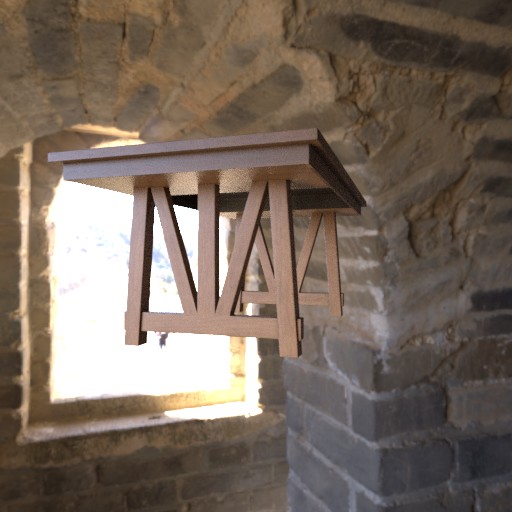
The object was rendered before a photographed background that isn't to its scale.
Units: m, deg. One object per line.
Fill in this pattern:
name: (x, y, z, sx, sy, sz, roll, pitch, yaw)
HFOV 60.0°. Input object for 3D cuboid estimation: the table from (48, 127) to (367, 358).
table: (0.000, 0.000, 2.388, 1.016, 0.768, 1.881, 0, 0, 18)
